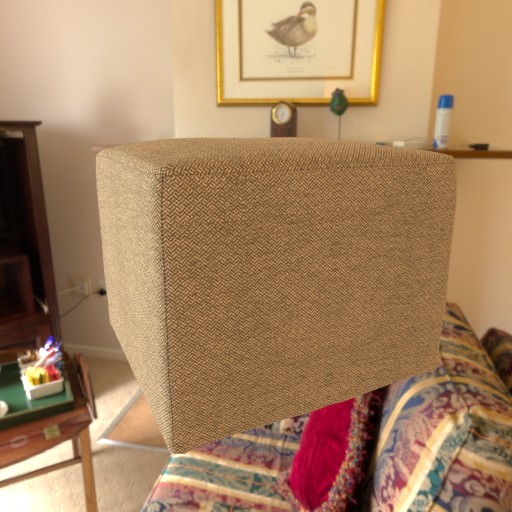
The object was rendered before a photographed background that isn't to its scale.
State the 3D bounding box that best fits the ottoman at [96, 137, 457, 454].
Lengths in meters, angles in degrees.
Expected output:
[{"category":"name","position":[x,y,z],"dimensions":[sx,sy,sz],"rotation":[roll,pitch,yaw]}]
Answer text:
[{"category":"ottoman","position":[0.000,0.000,0.877],"dimensions":[0.519,0.453,0.512],"rotation":[-8,17,-26]}]
